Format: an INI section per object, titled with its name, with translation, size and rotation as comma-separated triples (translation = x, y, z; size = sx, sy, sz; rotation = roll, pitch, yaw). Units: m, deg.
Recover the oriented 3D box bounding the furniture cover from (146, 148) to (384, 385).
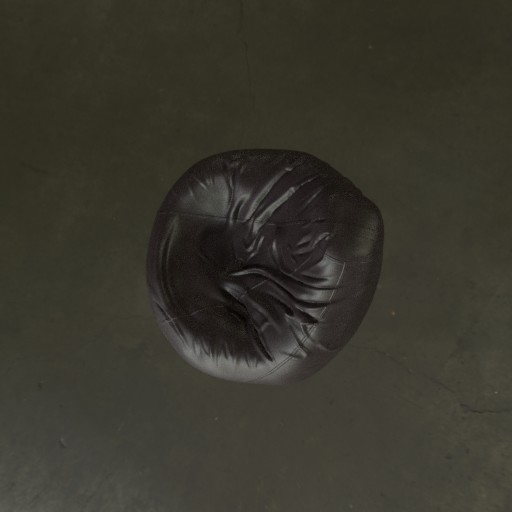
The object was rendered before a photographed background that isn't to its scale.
[furniture cover]
translation = 0.000, 0.000, 1.916
size = 1.070, 0.990, 1.070
rotation = 4, 76, 1
